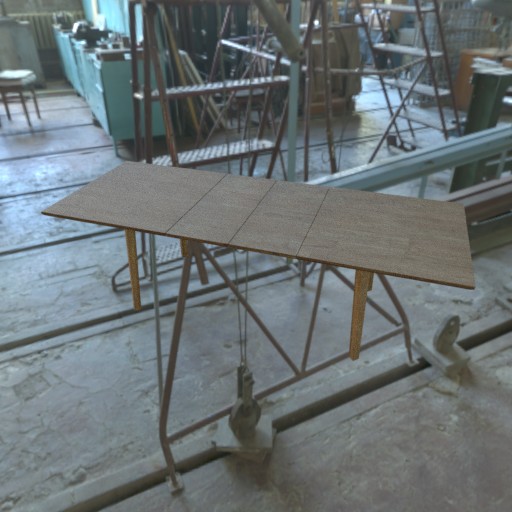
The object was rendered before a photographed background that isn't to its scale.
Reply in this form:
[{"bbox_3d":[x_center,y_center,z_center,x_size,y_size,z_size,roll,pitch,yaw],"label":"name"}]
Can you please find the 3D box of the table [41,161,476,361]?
[{"bbox_3d":[0.000,0.000,3.121,2.603,0.752,1.000,10,33,16],"label":"table"}]
